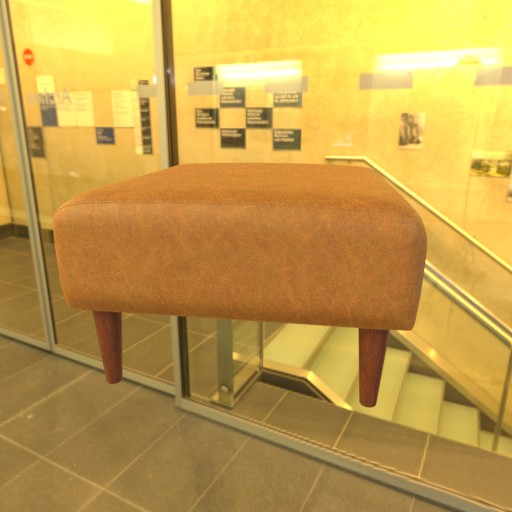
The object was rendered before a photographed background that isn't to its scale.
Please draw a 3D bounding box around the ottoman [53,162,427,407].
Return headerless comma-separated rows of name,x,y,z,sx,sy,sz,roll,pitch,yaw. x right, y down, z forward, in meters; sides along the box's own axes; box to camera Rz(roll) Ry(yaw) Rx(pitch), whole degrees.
ottoman,0.000,0.000,1.059,0.650,0.399,0.650,3,17,8
